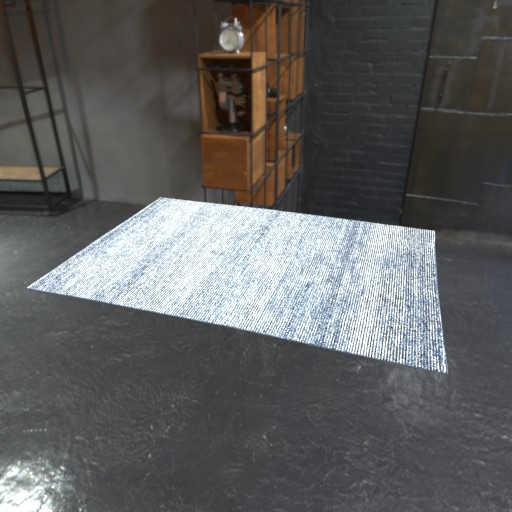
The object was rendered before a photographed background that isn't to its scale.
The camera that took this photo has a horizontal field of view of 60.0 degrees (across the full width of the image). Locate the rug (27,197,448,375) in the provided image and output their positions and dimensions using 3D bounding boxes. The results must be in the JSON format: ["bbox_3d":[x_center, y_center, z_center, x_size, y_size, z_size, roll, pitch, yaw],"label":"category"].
[{"bbox_3d":[0.000,0.000,2.994,2.349,0.030,1.624,9,29,16],"label":"rug"}]
